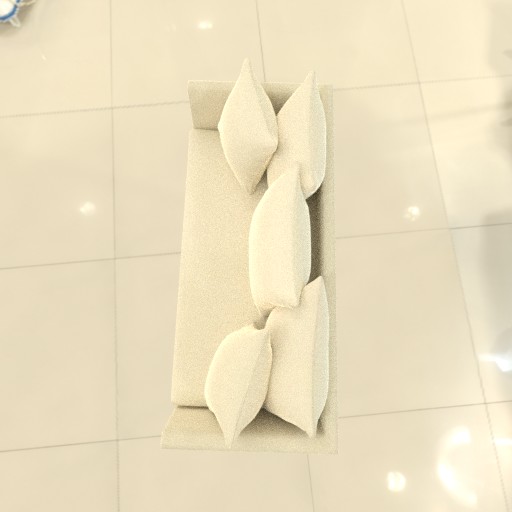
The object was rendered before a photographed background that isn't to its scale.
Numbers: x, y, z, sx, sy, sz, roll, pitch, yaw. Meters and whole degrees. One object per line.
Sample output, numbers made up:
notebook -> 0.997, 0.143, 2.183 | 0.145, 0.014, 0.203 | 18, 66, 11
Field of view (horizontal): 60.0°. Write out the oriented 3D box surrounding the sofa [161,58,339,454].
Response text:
sofa -> 0.000, 0.000, 2.876 | 1.031, 1.034, 2.290 | 2, 76, 0
